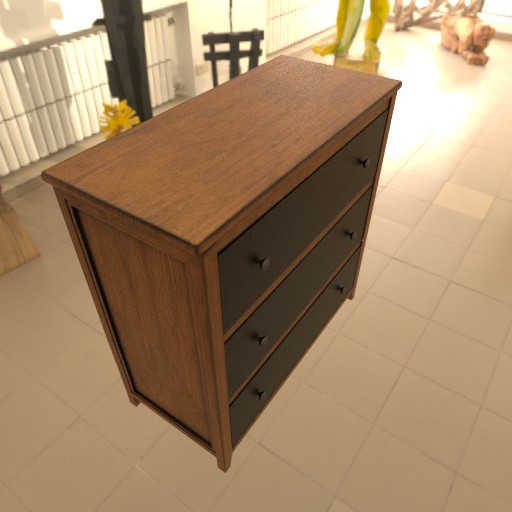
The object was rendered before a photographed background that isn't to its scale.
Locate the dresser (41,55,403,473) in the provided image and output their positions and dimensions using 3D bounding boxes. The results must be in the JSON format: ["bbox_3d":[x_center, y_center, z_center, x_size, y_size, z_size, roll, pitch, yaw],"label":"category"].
[{"bbox_3d":[0.000,0.000,1.889,0.591,1.224,1.250,25,47,25],"label":"dresser"}]
